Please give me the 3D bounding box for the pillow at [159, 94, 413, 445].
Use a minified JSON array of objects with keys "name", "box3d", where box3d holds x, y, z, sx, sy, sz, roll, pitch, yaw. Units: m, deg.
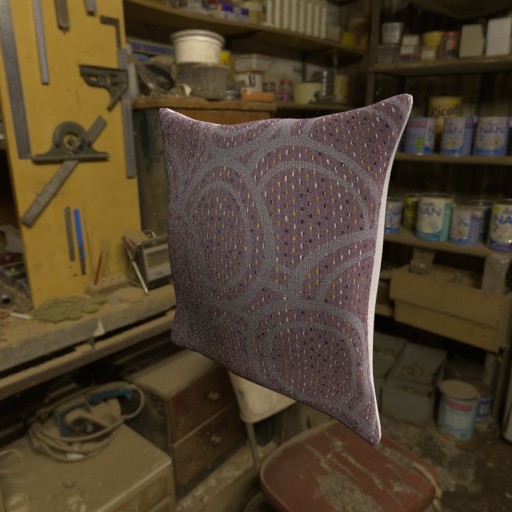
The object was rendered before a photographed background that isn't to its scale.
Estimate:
[{"name":"pillow","box3d":[0.000,0.000,0.779,0.514,0.513,0.163,14,21,40]}]
